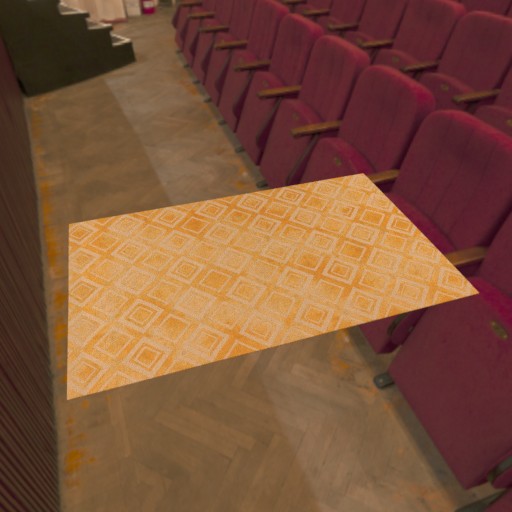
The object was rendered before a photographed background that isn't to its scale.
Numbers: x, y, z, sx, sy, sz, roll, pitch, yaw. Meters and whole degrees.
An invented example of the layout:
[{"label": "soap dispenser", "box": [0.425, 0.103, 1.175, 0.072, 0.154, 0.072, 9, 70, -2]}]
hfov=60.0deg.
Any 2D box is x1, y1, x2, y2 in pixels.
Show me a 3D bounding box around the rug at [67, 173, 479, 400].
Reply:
[{"label": "rug", "box": [0.000, 0.000, 2.999, 2.424, 0.010, 1.511, -12, 42, -13]}]
